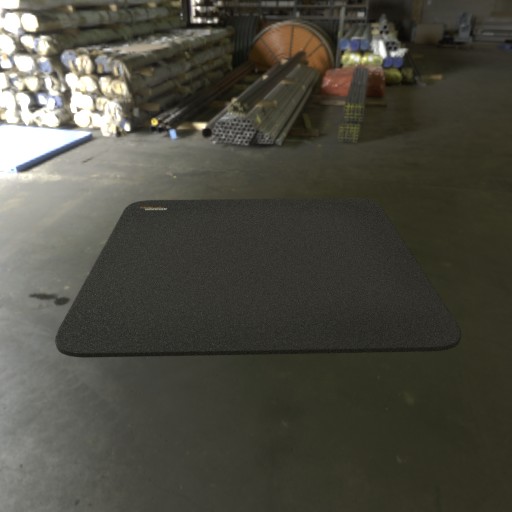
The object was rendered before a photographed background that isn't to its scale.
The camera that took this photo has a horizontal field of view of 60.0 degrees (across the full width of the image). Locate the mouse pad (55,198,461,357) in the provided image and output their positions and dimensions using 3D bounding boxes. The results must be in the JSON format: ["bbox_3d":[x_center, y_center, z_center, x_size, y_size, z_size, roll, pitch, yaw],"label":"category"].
[{"bbox_3d":[0.000,0.000,0.324,0.229,0.003,0.203,-1,31,-1],"label":"mouse pad"}]
